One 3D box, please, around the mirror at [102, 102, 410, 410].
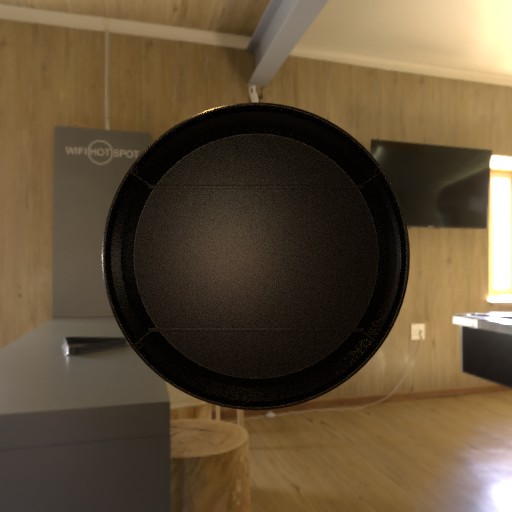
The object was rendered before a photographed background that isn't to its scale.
[{"bbox_3d":[0.000,0.000,1.356,0.907,0.907,0.111,0,-1,0],"label":"mirror"}]
